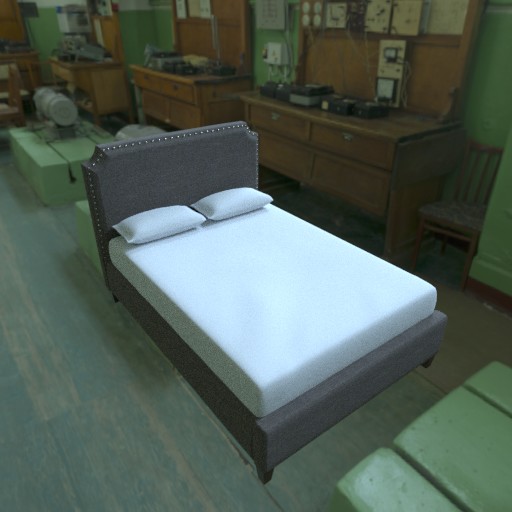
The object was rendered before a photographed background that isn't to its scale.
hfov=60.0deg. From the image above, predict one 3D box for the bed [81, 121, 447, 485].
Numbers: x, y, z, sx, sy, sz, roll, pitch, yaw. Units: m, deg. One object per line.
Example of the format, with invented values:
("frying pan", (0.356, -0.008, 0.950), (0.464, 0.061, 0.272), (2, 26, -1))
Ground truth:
("bed", (0.000, 0.000, 3.438), (1.713, 1.457, 2.381), (-20, 35, -32))
